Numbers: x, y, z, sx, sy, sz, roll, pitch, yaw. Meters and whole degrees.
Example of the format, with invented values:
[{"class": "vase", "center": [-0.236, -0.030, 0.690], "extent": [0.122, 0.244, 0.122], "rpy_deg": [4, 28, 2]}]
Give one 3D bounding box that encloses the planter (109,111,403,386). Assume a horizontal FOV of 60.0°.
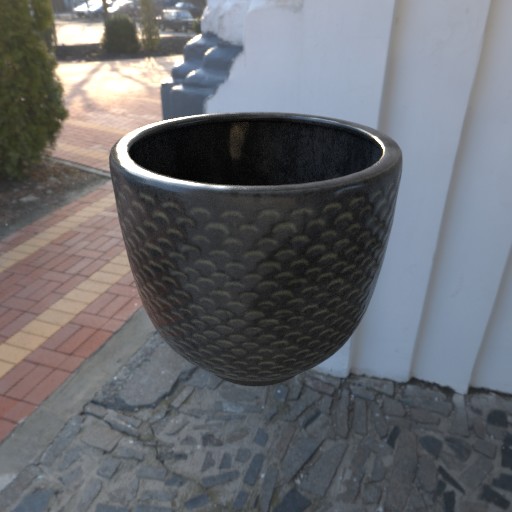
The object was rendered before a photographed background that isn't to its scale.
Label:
[{"class": "planter", "center": [0.000, 0.000, 0.306], "extent": [0.172, 0.160, 0.172], "rpy_deg": [0, 30, 0]}]
